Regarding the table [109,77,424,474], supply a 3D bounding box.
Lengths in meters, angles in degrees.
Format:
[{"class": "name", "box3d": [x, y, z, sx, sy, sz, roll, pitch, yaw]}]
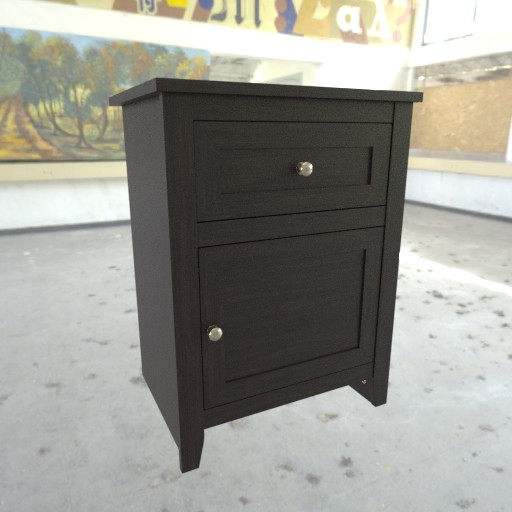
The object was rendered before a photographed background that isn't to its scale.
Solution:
[{"class": "table", "box3d": [0.000, 0.000, 0.926, 0.480, 0.635, 0.381, -8, 17, -26]}]
